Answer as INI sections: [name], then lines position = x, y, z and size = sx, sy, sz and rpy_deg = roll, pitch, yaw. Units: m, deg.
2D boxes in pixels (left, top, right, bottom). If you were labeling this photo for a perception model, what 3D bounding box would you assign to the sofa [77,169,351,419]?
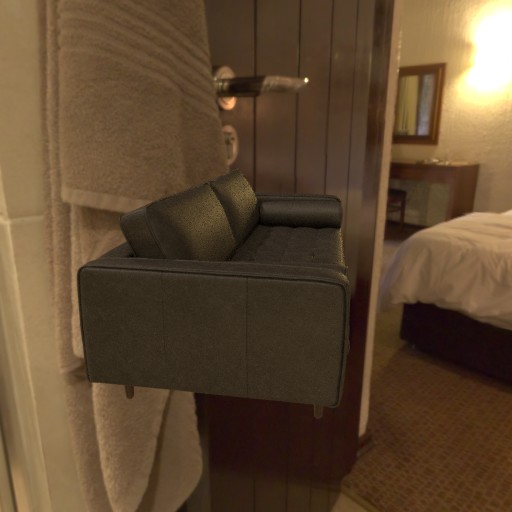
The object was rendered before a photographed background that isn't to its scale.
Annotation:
[sofa]
position = 0.000, 0.000, 2.312
size = 0.921, 0.770, 1.879
rpy_deg = 3, 16, 9
